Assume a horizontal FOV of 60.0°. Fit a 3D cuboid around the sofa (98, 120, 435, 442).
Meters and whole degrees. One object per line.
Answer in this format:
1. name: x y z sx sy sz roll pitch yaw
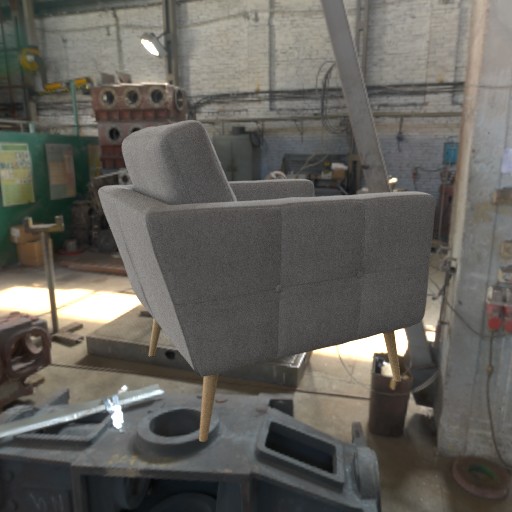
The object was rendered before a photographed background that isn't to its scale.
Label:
1. sofa: 0.000 0.000 1.528 0.920 0.860 0.770 -7 15 -26
